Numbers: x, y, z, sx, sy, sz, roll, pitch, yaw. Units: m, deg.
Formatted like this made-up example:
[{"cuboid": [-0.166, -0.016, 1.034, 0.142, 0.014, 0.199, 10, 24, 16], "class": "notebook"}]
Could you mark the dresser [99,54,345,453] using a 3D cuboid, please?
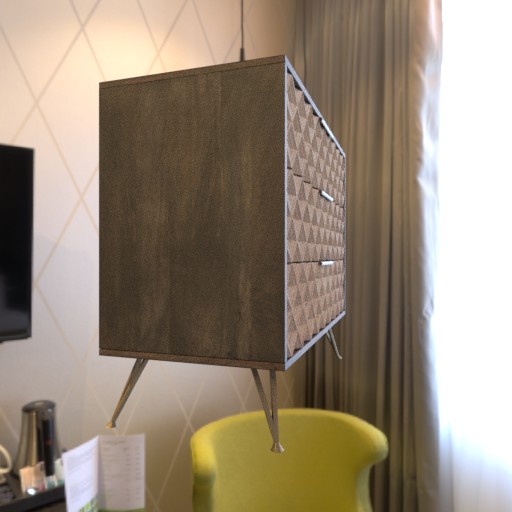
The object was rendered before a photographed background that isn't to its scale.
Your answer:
[{"cuboid": [0.000, 0.000, 1.388, 0.453, 0.801, 0.923, 0, 0, 19], "class": "dresser"}]
